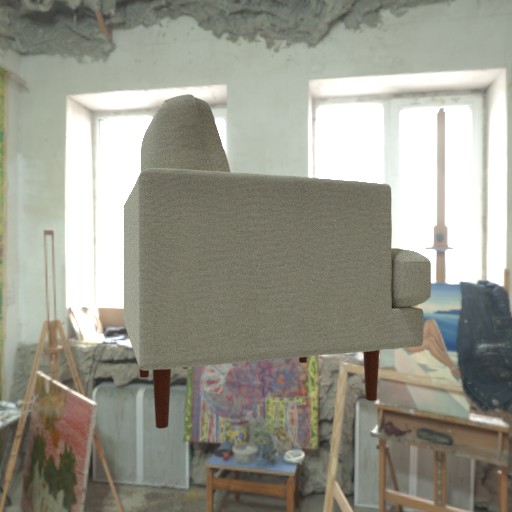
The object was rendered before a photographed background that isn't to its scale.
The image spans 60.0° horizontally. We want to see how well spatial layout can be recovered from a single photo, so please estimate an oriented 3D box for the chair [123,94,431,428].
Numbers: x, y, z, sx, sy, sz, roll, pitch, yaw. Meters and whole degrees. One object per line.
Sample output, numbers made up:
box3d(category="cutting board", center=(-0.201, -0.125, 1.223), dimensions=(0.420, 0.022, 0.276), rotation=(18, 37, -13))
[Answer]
box3d(category="chair", center=(0.000, 0.000, 1.630), dimensions=(0.899, 0.957, 0.858), rotation=(0, 1, -19))
